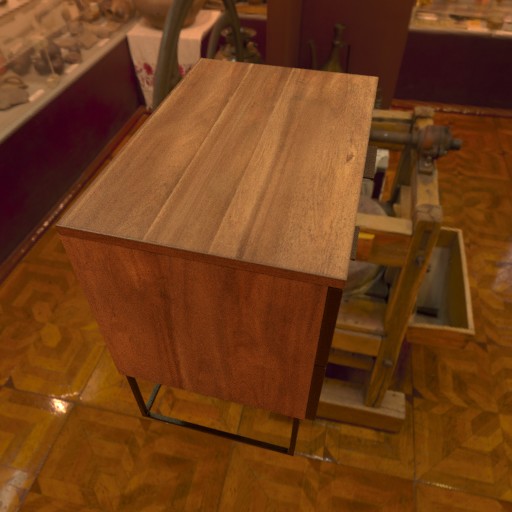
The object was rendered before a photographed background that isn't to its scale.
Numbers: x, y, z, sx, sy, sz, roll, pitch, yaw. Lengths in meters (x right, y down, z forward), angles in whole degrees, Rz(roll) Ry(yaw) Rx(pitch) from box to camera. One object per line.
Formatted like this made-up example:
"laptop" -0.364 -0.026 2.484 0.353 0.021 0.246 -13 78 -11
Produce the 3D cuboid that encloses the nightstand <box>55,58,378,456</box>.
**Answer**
"nightstand" 0.000 0.000 1.007 0.427 0.611 0.605 11 47 10
